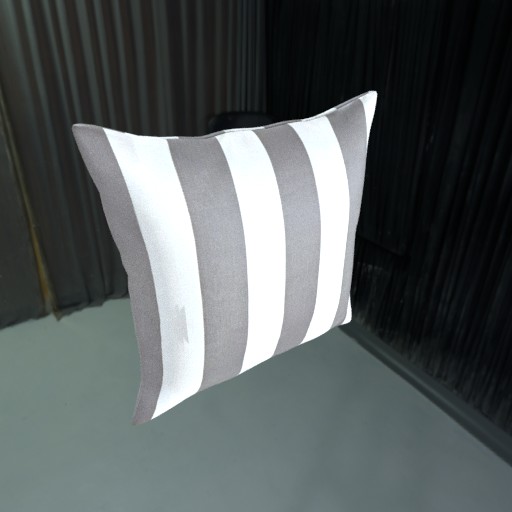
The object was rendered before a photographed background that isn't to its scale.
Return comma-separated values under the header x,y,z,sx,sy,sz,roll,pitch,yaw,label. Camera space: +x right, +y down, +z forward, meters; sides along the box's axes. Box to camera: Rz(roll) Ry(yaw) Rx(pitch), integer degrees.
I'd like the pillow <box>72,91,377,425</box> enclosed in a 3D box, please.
x,y,z,sx,sy,sz,roll,pitch,yaw,label
0.000,0.000,0.770,0.522,0.507,0.192,-18,33,-30,pillow
